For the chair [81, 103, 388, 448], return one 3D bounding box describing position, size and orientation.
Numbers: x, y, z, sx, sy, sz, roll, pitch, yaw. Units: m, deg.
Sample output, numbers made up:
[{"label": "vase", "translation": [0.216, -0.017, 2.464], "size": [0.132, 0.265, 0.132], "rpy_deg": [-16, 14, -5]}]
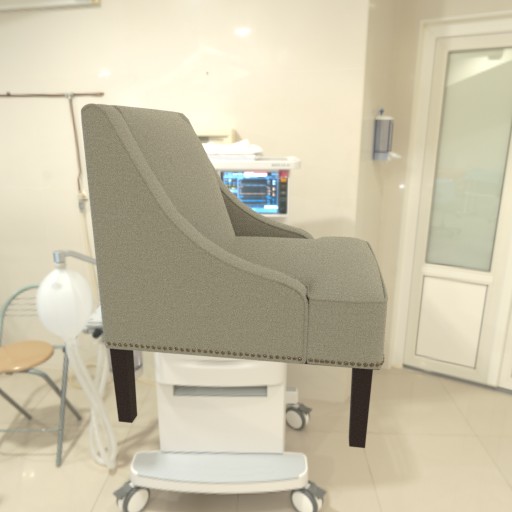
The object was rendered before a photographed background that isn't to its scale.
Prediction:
[{"label": "chair", "translation": [0.000, 0.000, 1.362], "size": [0.737, 0.864, 0.610], "rpy_deg": [3, 16, 9]}]
